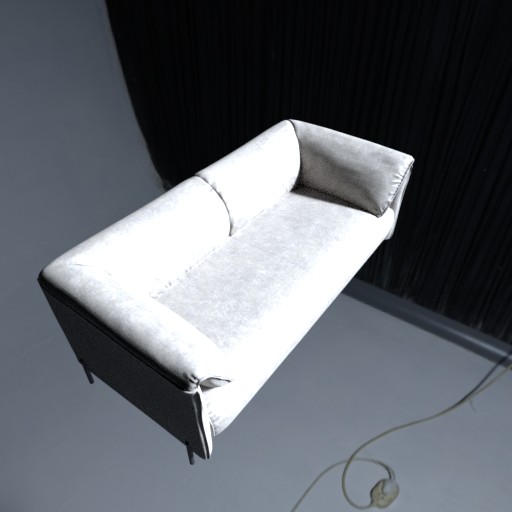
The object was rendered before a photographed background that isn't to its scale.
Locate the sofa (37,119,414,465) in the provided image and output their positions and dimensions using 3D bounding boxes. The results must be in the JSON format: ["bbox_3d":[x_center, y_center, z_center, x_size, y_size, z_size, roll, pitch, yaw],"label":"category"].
[{"bbox_3d":[0.000,0.000,2.365,0.905,0.747,1.878,26,47,27],"label":"sofa"}]
